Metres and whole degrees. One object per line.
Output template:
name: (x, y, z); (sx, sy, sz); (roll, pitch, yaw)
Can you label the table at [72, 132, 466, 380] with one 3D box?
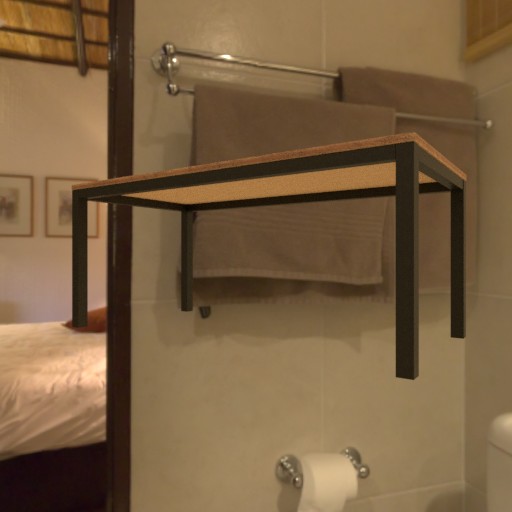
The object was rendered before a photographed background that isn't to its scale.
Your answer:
table: (0.000, 0.000, 2.247); (1.805, 0.767, 0.893); (0, 0, 35)
